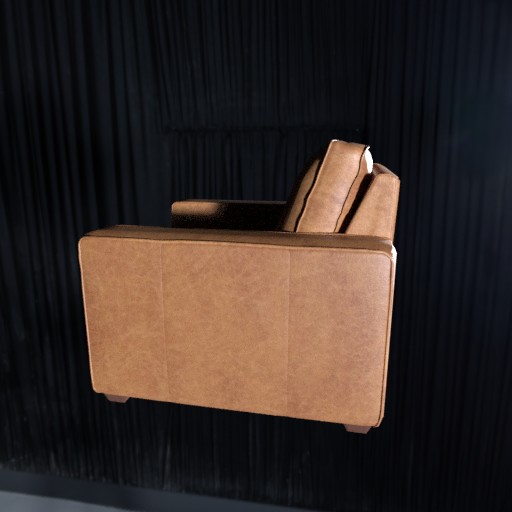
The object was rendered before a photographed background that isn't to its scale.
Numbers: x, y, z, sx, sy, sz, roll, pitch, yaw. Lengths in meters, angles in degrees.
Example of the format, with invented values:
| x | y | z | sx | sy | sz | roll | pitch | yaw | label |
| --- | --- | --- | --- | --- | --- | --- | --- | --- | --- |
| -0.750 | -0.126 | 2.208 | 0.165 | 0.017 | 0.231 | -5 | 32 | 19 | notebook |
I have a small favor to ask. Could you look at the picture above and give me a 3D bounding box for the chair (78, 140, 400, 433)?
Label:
| x | y | z | sx | sy | sz | roll | pitch | yaw | label |
| --- | --- | --- | --- | --- | --- | --- | --- | --- | --- |
| 0.000 | 0.000 | 1.776 | 1.027 | 0.901 | 0.987 | 2 | 15 | 9 | chair |
